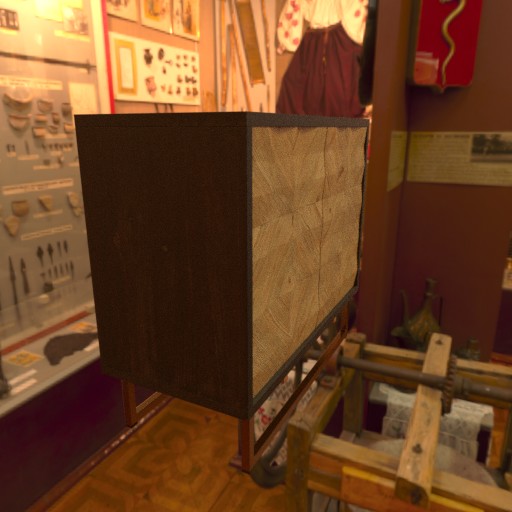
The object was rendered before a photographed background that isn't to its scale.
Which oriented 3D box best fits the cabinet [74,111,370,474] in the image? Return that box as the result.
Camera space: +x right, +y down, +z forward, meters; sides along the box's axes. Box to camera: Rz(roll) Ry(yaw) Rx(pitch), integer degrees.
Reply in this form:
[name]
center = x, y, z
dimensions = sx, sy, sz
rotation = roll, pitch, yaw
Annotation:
[cabinet]
center = 0.000, 0.000, 1.440
dimensions = 0.451, 0.860, 0.950
rotation = 8, 18, 26
